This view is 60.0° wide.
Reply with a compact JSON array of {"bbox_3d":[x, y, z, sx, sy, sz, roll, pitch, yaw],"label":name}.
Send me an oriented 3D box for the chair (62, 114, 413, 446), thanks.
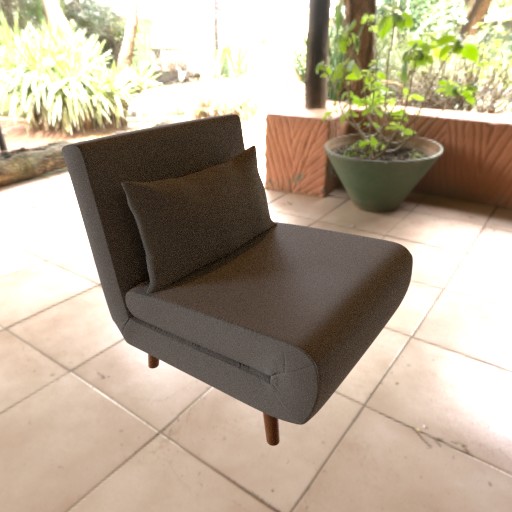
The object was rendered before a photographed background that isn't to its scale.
[{"bbox_3d":[0.000,0.000,1.517,0.902,0.808,0.770,17,30,31],"label":"chair"}]
